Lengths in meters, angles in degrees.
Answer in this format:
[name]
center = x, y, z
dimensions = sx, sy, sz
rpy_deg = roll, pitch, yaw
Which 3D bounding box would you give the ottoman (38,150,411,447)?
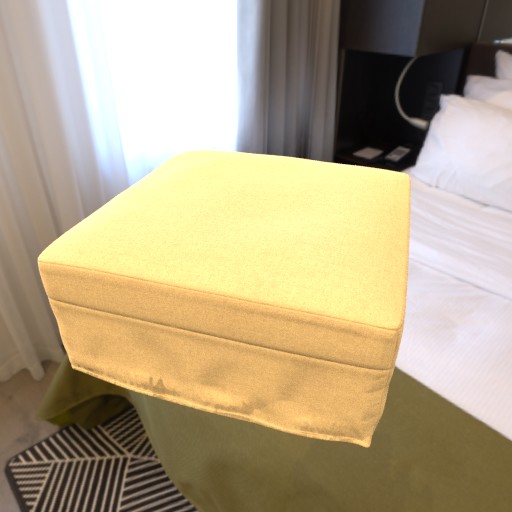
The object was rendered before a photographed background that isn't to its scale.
[ottoman]
center = 0.000, 0.000, 1.329
dimensions = 0.840, 0.436, 0.843
rpy_deg = 9, 33, 15
